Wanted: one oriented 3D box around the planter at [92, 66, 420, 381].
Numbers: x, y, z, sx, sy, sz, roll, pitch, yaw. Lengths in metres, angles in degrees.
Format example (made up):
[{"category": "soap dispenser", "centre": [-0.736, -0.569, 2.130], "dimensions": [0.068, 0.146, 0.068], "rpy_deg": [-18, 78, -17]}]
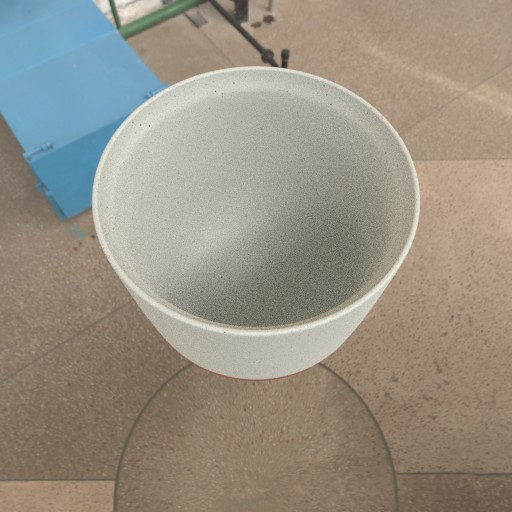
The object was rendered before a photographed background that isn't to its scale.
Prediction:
[{"category": "planter", "centre": [0.000, 0.000, 0.373], "dimensions": [0.204, 0.214, 0.204], "rpy_deg": [0, 63, 0]}]
